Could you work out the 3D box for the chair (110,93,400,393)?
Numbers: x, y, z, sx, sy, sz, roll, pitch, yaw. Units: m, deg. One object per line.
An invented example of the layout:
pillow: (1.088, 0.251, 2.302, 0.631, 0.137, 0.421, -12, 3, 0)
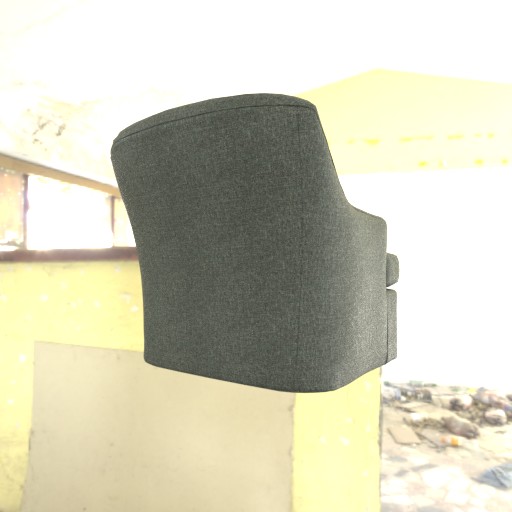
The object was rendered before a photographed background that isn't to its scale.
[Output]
chair: (0.000, 0.000, 1.642, 0.864, 0.856, 0.923, -1, -2, 37)
